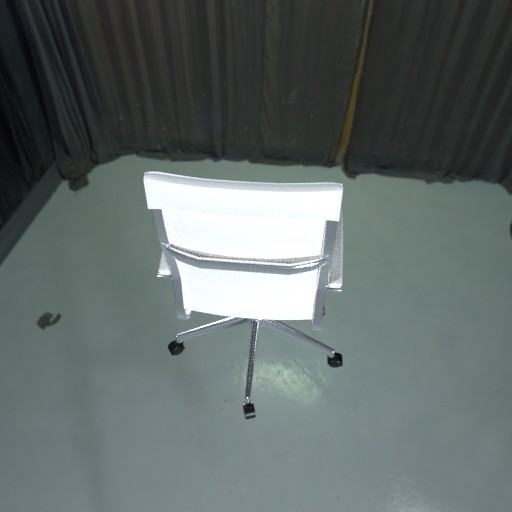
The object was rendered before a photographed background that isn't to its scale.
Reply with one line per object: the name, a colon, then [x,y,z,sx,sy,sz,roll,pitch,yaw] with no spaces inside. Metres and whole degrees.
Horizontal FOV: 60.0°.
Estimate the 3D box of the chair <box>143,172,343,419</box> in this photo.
chair: [0.000,0.000,1.589,0.766,1.149,0.739,4,47,4]
